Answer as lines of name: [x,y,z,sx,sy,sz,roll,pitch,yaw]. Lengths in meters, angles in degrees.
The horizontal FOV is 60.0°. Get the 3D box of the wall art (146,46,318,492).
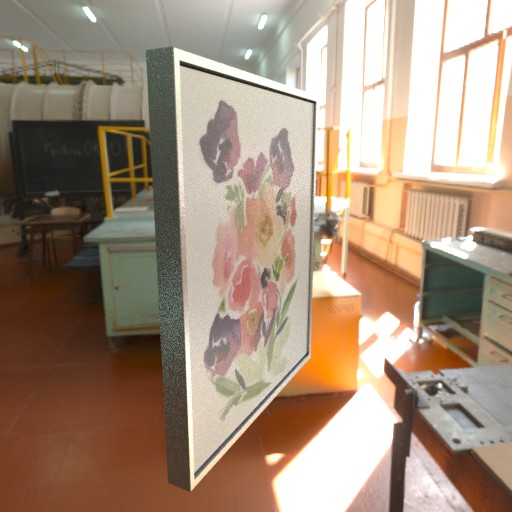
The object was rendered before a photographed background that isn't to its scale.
wall art: [0.000,0.000,0.733,0.038,0.549,0.452,7,14,27]
